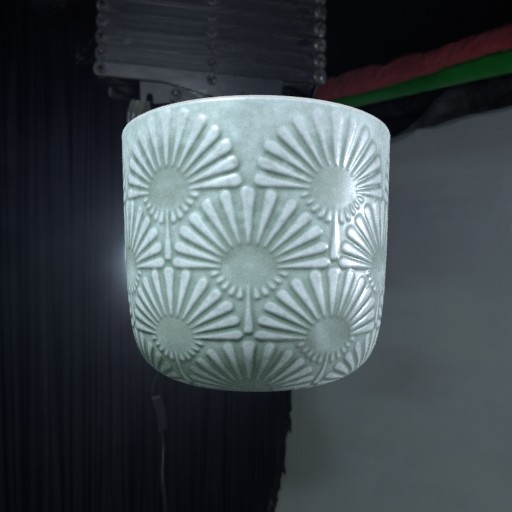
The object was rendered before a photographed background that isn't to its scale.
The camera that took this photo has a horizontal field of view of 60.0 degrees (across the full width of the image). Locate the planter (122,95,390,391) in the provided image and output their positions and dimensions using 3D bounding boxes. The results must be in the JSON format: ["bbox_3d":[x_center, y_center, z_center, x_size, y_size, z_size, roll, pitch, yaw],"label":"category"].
[{"bbox_3d":[0.000,0.000,0.213,0.124,0.109,0.124,0,-1,0],"label":"planter"}]
